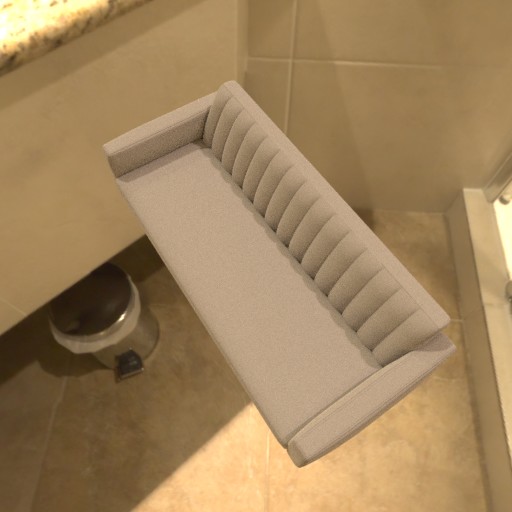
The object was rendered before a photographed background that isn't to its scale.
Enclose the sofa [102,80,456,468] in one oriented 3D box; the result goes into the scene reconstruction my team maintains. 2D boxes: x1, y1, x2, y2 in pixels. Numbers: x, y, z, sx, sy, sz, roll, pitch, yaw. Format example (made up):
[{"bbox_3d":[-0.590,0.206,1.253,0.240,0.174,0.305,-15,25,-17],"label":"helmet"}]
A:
[{"bbox_3d":[0.000,0.000,2.751,0.990,0.821,2.291,-31,67,-15],"label":"sofa"}]
